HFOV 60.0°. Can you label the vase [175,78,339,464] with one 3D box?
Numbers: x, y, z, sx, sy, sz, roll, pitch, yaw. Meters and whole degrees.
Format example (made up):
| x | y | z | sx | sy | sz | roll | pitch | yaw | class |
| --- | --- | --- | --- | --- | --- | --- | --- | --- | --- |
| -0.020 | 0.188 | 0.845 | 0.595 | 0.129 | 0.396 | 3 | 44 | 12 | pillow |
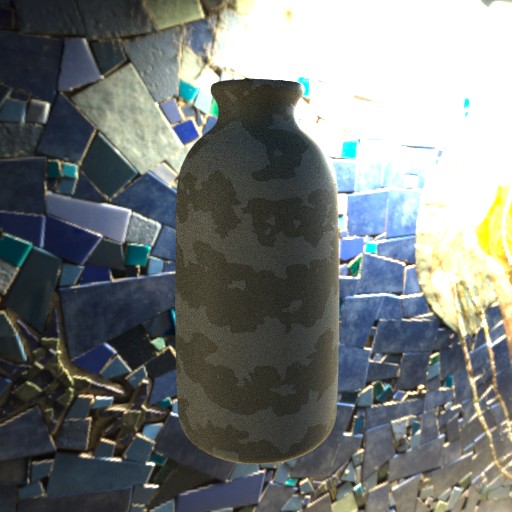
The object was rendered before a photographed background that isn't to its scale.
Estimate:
| x | y | z | sx | sy | sz | roll | pitch | yaw | class |
| --- | --- | --- | --- | --- | --- | --- | --- | --- | --- |
| 0.000 | 0.000 | 0.488 | 0.186 | 0.382 | 0.203 | -2 | 15 | -9 | vase |
